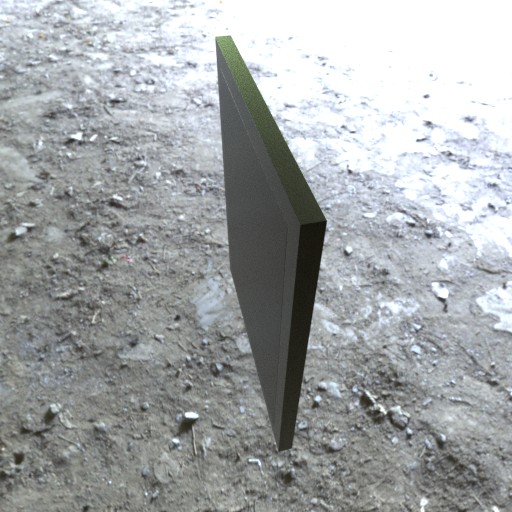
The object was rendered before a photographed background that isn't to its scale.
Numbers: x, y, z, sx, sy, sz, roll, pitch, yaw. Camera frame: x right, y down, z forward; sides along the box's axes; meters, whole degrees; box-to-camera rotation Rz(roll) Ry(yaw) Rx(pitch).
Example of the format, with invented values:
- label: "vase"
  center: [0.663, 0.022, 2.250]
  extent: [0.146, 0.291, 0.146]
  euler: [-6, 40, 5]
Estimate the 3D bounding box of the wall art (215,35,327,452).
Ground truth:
- label: "wall art"
  center: [0.000, 0.000, 0.792]
  extent: [0.027, 0.580, 0.479]
  euler: [-10, 47, -9]
